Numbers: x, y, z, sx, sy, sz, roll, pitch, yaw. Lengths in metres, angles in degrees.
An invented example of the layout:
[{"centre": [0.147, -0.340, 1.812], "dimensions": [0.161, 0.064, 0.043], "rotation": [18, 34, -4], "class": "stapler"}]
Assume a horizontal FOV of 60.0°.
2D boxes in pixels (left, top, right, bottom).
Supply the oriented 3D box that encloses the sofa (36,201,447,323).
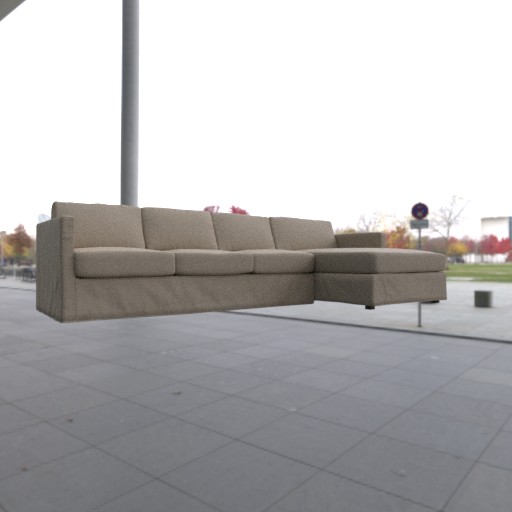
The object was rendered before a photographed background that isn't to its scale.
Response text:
[{"centre": [0.000, 0.000, 3.793], "dimensions": [3.177, 0.867, 1.622], "rotation": [0, 0, -35], "class": "sofa"}]
